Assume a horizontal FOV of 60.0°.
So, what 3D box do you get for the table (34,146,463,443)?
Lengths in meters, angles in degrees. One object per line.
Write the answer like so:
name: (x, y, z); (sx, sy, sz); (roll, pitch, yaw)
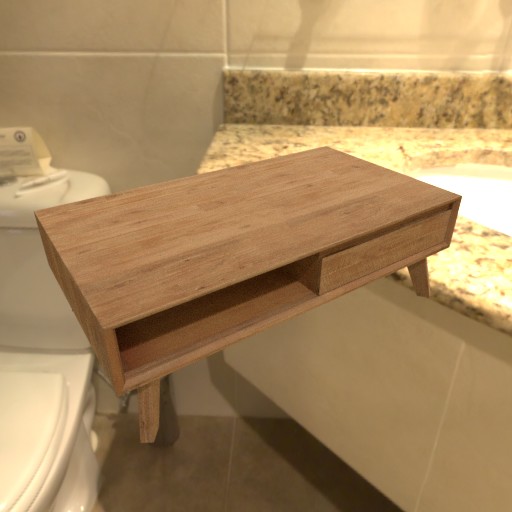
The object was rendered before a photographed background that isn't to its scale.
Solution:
table: (0.000, 0.000, 2.046); (1.619, 0.531, 0.918); (-19, 36, -29)
